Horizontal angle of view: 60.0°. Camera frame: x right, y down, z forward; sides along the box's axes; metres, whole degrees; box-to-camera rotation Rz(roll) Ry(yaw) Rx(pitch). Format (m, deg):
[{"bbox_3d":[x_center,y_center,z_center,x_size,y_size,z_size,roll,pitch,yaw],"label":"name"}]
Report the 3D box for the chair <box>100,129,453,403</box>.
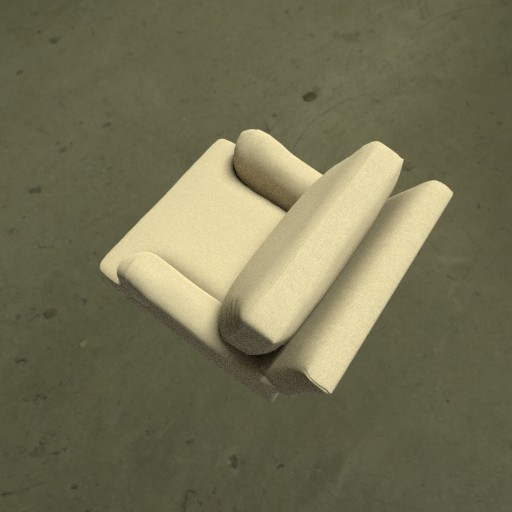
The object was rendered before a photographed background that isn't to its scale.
[{"bbox_3d":[0.000,0.000,1.891,1.078,1.076,0.895,32,68,15],"label":"chair"}]
